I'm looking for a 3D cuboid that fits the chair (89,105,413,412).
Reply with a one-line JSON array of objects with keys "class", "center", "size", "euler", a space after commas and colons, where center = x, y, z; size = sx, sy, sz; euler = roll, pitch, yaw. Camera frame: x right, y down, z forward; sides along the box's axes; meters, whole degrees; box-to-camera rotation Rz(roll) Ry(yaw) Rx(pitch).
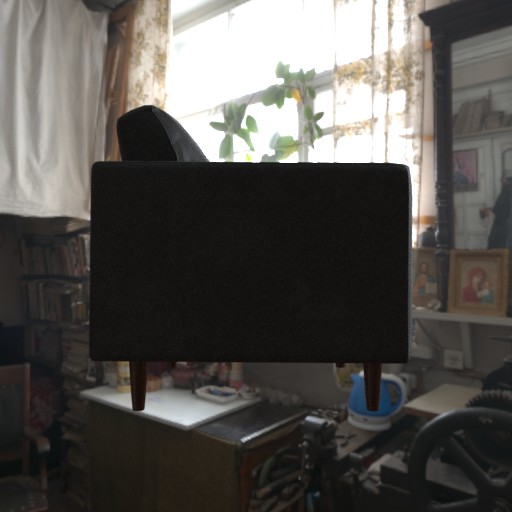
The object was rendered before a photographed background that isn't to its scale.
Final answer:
[{"class": "chair", "center": [0.000, 0.000, 1.549], "size": [0.879, 0.898, 0.831], "euler": [0, 0, 0]}]
